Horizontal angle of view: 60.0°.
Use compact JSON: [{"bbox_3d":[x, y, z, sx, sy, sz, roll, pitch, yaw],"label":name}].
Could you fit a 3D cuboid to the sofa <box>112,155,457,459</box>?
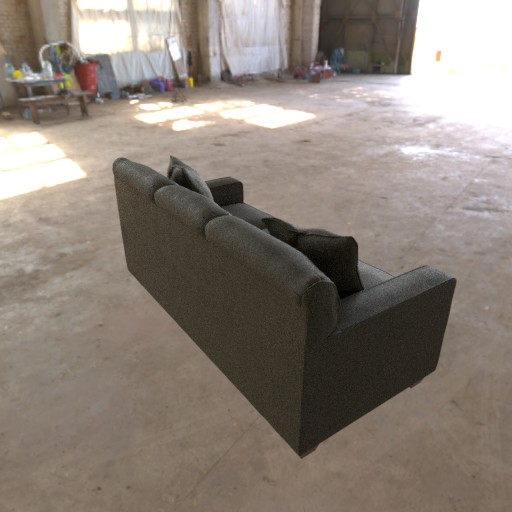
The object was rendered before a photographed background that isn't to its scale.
[{"bbox_3d":[0.000,0.000,2.653,0.997,0.958,2.024,-17,31,-31],"label":"sofa"}]
